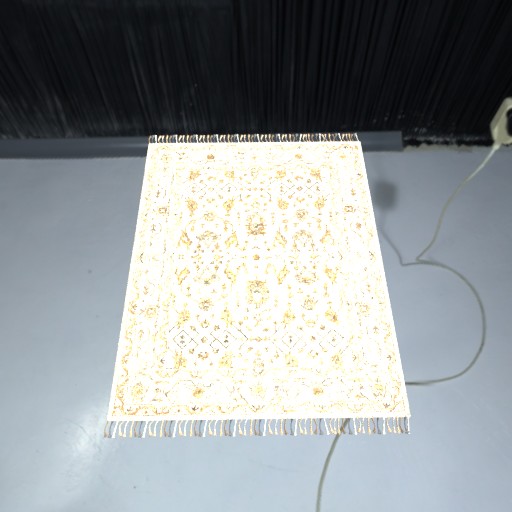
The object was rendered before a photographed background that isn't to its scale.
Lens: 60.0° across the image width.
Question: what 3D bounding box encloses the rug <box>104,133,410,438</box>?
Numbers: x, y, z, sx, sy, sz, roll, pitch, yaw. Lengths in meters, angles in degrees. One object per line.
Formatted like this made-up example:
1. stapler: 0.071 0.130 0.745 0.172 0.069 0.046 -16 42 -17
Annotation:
1. rug: 0.000 0.000 2.264 1.278 0.009 1.726 -1 59 0
